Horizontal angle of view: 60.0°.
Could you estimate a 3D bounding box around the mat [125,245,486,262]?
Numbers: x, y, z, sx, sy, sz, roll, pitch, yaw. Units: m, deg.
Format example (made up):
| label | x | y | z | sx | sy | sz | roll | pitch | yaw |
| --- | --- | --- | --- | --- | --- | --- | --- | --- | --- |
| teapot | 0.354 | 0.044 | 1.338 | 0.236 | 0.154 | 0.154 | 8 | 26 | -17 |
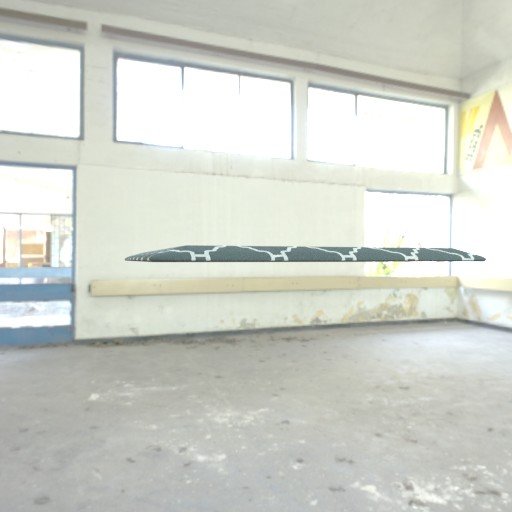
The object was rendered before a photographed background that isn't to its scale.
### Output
| label | x | y | z | sx | sy | sz | roll | pitch | yaw |
| --- | --- | --- | --- | --- | --- | --- | --- | --- | --- |
| mat | 0.000 | 0.000 | 0.943 | 0.508 | 0.021 | 0.762 | 0 | 0 | -19 |
